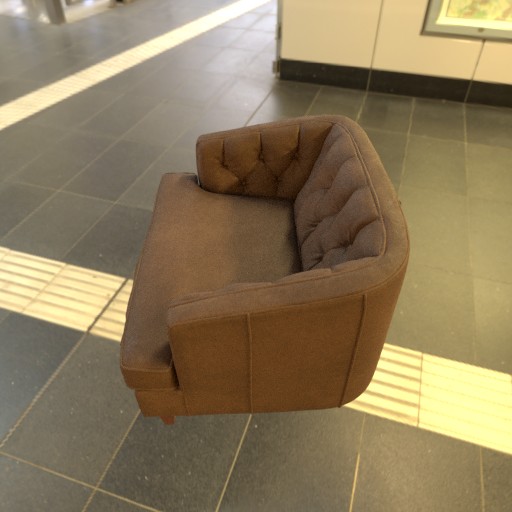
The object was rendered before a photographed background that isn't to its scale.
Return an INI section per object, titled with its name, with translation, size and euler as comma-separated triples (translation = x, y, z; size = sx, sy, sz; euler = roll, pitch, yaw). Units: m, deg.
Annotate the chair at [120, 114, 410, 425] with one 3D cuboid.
[chair]
translation = 0.000, 0.000, 1.759
size = 0.914, 0.787, 1.118
euler = -1, 42, -1
